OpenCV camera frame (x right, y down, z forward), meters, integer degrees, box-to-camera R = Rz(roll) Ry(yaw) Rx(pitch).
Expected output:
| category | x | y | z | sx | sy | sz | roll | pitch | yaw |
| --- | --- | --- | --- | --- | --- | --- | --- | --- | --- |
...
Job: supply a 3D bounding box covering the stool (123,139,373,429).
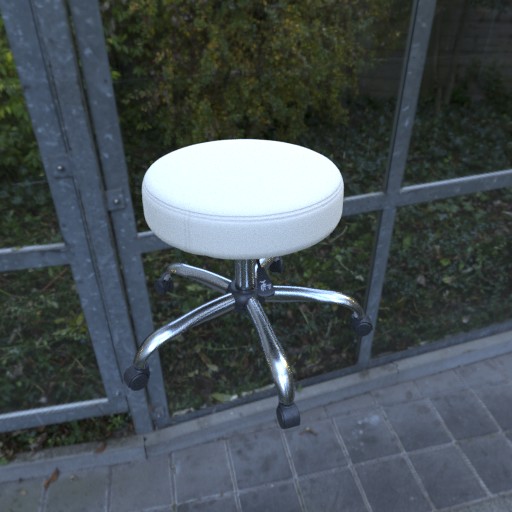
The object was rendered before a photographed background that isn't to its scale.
| category | x | y | z | sx | sy | sz | roll | pitch | yaw |
| --- | --- | --- | --- | --- | --- | --- | --- | --- | --- |
| stool | 0.000 | 0.000 | 1.062 | 0.614 | 0.482 | 0.634 | 0 | 32 | 0 |
